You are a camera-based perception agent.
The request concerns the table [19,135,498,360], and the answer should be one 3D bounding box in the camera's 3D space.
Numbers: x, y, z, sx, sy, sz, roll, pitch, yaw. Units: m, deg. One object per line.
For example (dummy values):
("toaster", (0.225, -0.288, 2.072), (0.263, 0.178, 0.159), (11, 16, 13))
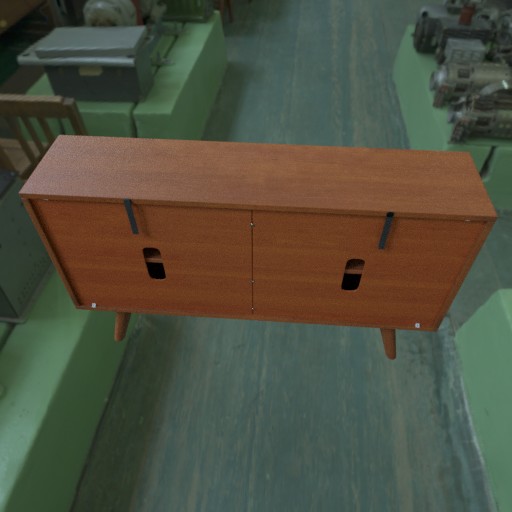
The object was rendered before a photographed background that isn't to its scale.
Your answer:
("table", (0.000, 0.000, 1.477), (1.220, 0.698, 0.308), (3, 47, 3))
